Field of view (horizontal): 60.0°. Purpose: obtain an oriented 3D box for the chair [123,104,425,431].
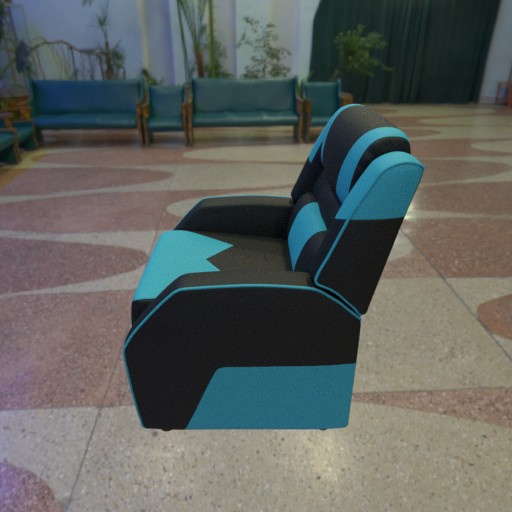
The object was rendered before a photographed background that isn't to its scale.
[{"bbox_3d":[0.000,0.000,1.300,0.672,0.805,0.620,0,27,0],"label":"chair"}]
